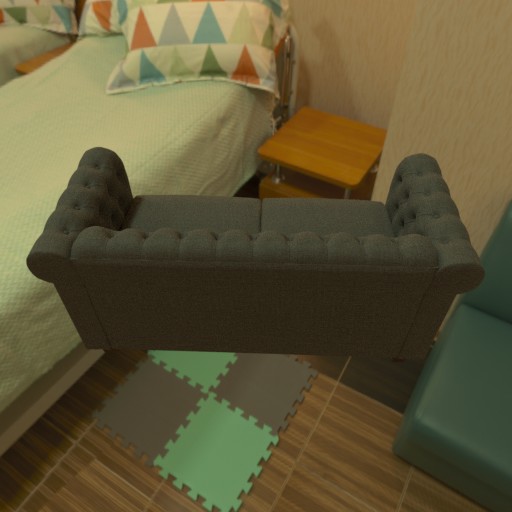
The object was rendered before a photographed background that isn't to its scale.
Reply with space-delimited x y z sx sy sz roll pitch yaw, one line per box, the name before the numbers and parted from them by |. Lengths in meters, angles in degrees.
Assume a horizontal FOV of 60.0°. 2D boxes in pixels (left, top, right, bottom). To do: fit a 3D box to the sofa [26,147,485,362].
sofa | 0.000 0.000 2.215 1.798 0.797 0.783 1 46 1
